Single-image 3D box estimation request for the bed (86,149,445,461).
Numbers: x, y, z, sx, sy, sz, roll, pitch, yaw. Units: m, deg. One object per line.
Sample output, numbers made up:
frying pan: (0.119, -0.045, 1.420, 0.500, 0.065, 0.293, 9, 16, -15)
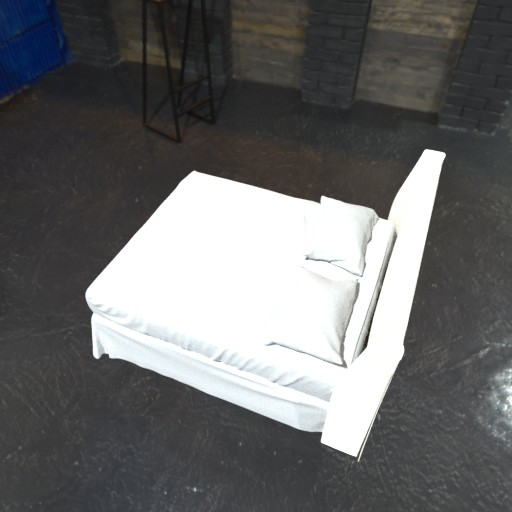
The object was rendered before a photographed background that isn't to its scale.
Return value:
bed: (0.000, 0.000, 3.430, 2.276, 1.332, 1.925, 17, 48, 16)
